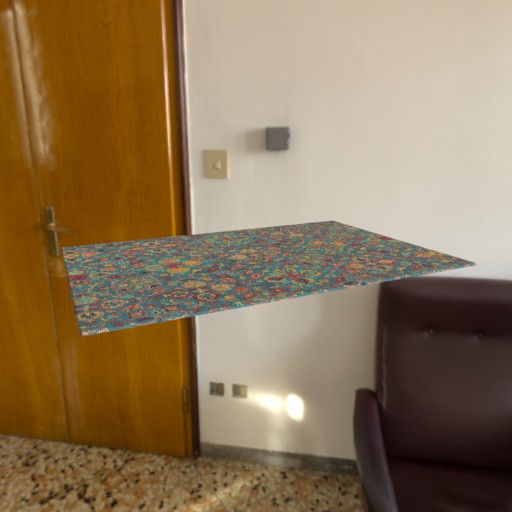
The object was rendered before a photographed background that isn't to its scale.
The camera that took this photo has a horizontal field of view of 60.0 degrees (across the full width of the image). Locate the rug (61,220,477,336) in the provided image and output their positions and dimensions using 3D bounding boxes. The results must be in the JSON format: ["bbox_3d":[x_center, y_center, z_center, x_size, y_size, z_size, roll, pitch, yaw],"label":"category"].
[{"bbox_3d":[0.000,0.000,2.330,1.836,0.014,1.216,-7,17,-25],"label":"rug"}]
